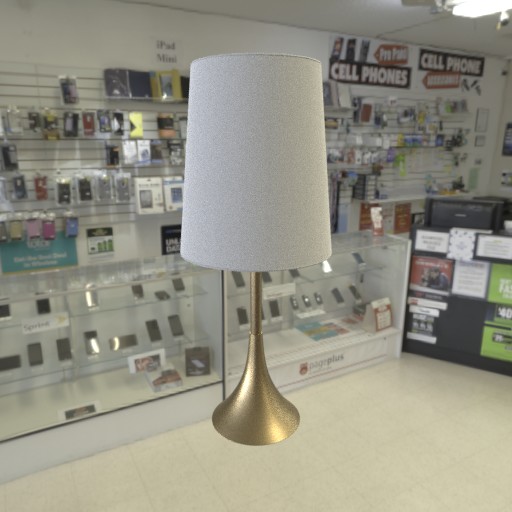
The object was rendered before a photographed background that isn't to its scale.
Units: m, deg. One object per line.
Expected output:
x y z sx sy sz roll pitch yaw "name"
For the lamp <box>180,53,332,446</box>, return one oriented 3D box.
0.000 0.000 0.687 0.231 0.569 0.231 0 15 0 "lamp"
